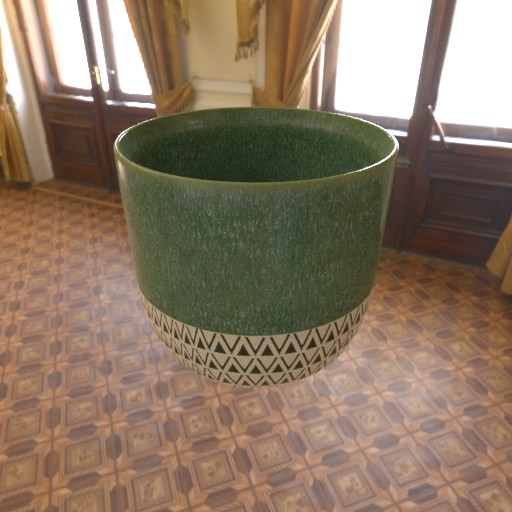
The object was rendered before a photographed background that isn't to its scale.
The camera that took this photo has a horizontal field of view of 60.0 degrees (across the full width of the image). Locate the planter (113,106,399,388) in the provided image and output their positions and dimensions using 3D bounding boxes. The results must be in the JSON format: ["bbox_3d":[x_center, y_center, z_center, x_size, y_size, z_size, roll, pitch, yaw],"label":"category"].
[{"bbox_3d":[0.000,0.000,0.495,0.266,0.270,0.266,0,30,0],"label":"planter"}]
